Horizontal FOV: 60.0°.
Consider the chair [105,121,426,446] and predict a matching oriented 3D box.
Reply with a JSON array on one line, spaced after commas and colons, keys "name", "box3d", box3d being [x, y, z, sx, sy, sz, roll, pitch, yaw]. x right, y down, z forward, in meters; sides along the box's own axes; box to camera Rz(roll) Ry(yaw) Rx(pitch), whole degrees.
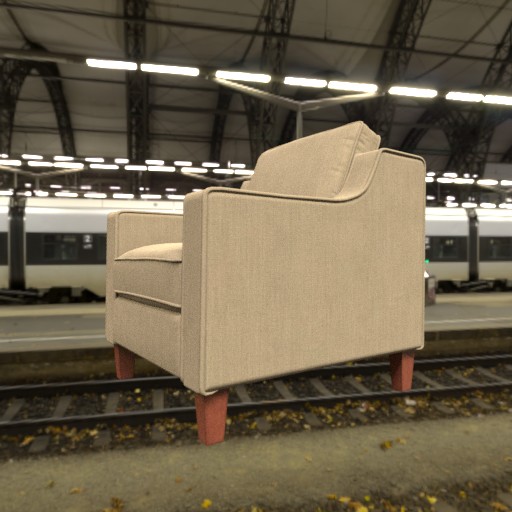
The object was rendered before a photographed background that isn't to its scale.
[{"name": "chair", "box3d": [0.000, 0.000, 1.665, 0.909, 0.960, 0.831, 0, 1, -34]}]
